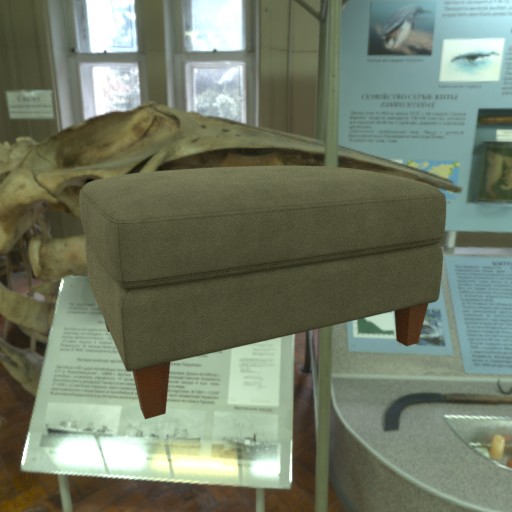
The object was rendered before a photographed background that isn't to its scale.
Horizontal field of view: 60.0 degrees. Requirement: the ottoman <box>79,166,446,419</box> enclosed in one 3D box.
[{"bbox_3d":[0.000,0.000,1.240,0.864,0.483,0.584,-8,17,-26],"label":"ottoman"}]
